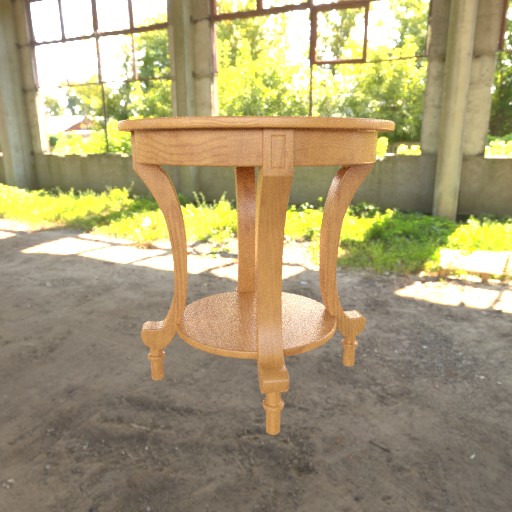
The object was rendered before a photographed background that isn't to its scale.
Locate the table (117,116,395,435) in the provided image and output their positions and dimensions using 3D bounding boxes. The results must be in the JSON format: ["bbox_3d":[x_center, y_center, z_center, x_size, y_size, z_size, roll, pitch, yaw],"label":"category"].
[{"bbox_3d":[0.000,0.000,1.069,0.597,0.612,0.597,0,14,0],"label":"table"}]
